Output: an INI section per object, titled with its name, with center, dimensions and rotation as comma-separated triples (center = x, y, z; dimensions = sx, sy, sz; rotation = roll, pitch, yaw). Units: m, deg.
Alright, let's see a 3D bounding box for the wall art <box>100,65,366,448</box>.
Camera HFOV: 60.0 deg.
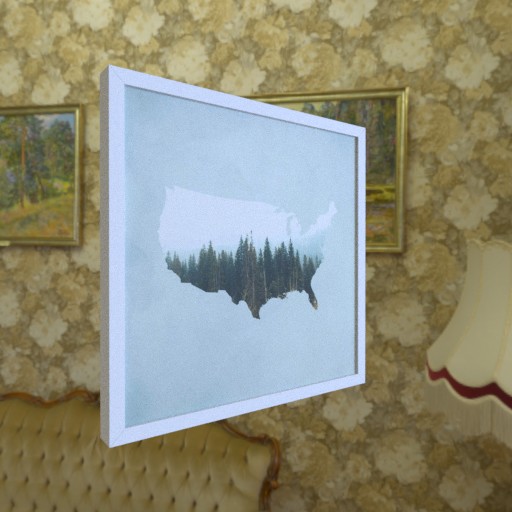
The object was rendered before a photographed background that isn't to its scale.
[wall art]
center = 0.000, 0.000, 0.450
dimensions = 0.304, 0.304, 0.024
rotation = 0, 0, -36
